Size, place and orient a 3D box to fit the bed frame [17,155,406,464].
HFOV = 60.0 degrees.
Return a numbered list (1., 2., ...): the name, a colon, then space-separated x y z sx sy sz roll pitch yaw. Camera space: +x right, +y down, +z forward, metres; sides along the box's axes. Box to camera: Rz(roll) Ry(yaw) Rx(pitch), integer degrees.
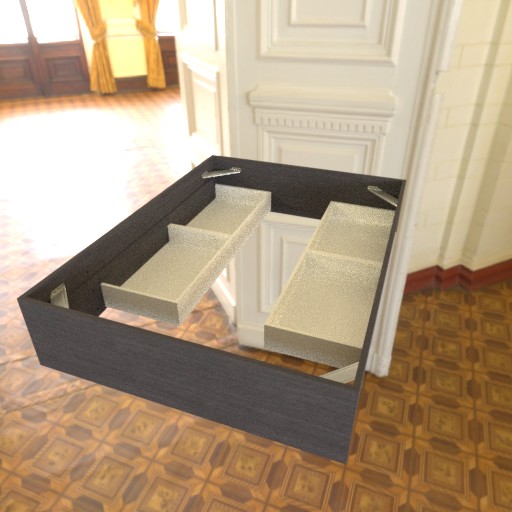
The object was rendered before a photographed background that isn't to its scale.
1. bed frame: 0.000 0.000 2.547 1.448 0.459 1.944 11 34 17
